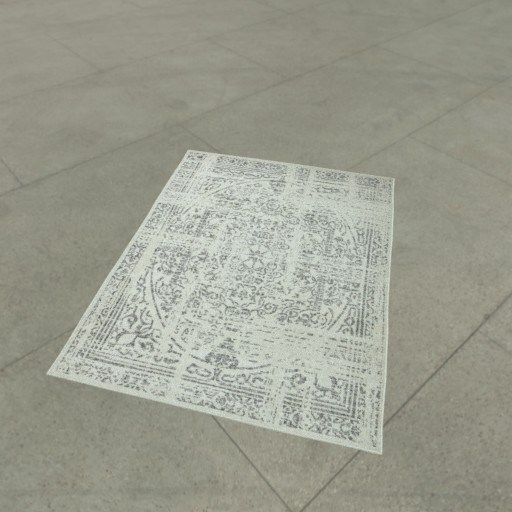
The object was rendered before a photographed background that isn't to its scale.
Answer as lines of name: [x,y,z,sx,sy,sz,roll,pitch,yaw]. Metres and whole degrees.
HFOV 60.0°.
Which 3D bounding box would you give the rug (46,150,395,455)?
rug: [0.000,0.000,3.874,2.311,0.032,2.921,10,47,9]
